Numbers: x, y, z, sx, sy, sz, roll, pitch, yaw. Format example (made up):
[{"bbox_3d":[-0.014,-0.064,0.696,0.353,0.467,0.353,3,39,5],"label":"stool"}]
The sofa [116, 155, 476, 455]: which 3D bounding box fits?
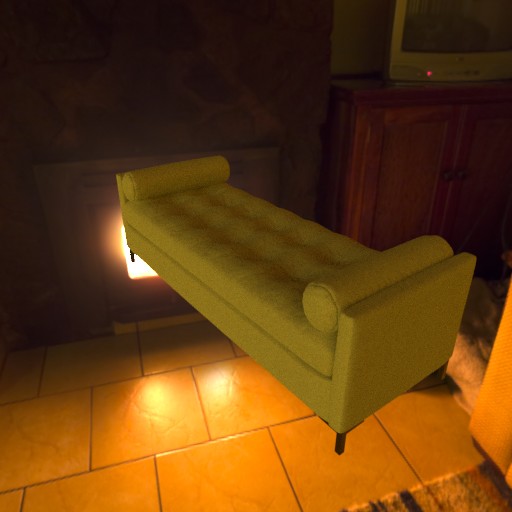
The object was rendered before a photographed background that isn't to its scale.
[{"bbox_3d":[0.000,0.000,2.519,0.796,0.705,2.102,-19,33,-32],"label":"sofa"}]
